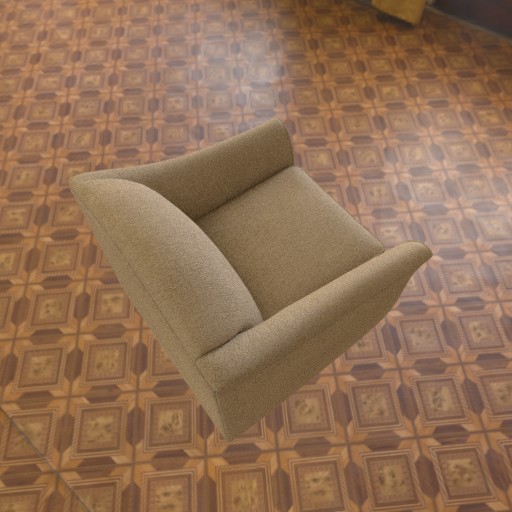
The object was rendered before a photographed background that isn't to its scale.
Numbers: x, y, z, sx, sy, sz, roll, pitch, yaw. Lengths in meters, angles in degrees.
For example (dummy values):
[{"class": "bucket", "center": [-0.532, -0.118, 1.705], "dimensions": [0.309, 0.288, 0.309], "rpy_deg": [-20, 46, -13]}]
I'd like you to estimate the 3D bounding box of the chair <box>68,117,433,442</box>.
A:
[{"class": "chair", "center": [0.000, 0.000, 1.463], "dimensions": [0.787, 0.839, 0.763], "rpy_deg": [-33, 63, -19]}]
